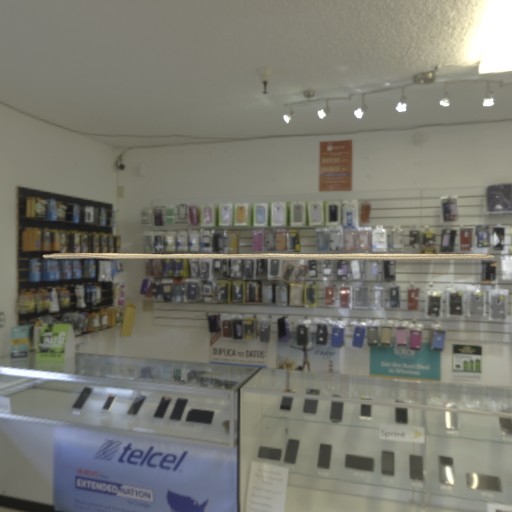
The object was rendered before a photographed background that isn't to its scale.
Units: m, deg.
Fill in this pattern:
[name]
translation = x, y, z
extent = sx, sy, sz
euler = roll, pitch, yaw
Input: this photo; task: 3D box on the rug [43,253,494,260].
[rug]
translation = 0.000, 0.000, 2.620
extent = 2.381, 0.036, 0.831
euler = 0, 0, 19
